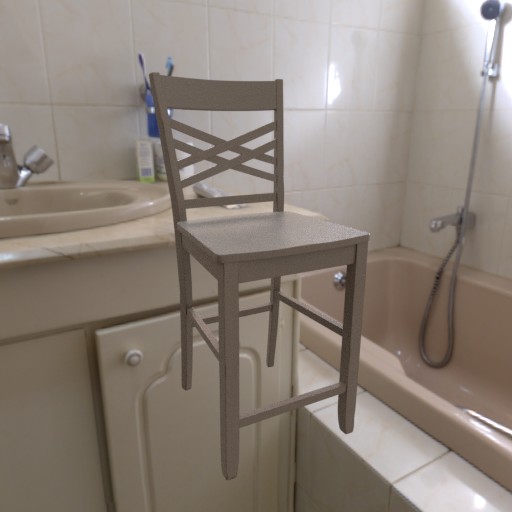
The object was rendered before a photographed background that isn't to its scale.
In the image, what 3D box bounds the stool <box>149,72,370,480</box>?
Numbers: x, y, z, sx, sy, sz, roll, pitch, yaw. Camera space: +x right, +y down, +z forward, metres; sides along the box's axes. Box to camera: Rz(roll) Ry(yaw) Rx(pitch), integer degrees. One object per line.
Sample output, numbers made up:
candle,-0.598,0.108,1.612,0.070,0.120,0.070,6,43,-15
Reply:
stool,0.000,0.000,1.370,0.462,1.079,0.539,-8,18,-26
